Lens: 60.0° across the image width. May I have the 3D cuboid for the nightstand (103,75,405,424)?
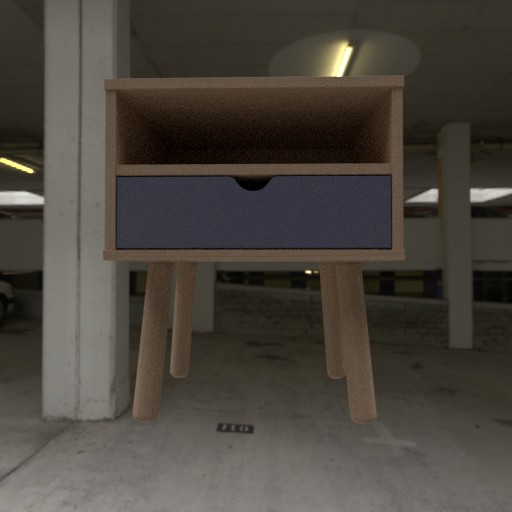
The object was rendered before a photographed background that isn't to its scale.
[{"bbox_3d":[0.000,0.000,0.850,0.450,0.530,0.380,0,-1,1],"label":"nightstand"}]
